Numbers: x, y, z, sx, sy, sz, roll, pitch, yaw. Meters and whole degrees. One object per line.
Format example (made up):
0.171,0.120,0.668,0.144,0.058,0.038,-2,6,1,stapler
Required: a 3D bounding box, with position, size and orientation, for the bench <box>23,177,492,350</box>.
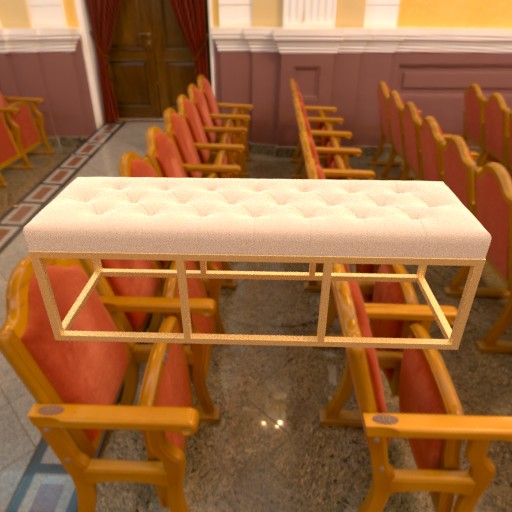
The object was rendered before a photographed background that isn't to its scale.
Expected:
0.000,0.000,1.687,1.473,0.484,0.457,1,31,2,bench
